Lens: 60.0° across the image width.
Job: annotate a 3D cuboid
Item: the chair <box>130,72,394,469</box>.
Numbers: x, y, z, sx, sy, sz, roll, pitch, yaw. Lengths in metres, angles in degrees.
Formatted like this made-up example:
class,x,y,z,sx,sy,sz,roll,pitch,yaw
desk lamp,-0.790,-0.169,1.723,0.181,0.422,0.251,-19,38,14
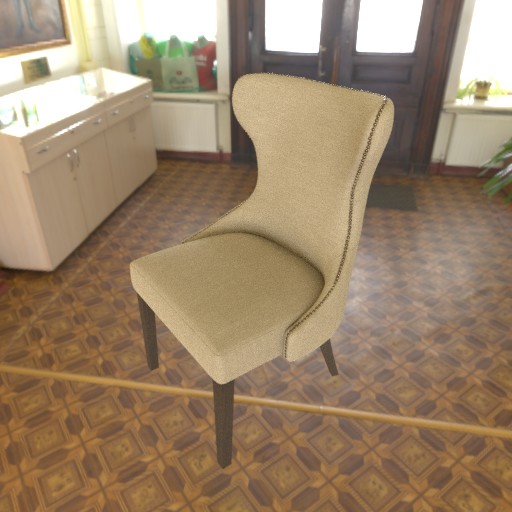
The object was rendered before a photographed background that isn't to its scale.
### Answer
class,x,y,z,sx,sy,sz,roll,pitch,yaw
chair,0.000,0.000,1.365,0.635,0.967,0.628,-20,36,-31
